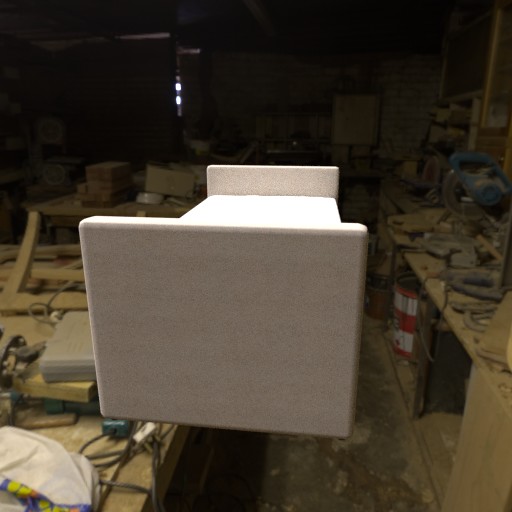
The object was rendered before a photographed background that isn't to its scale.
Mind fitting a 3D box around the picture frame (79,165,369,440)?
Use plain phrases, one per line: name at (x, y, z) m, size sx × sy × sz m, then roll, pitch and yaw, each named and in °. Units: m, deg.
picture frame at (0.000, 0.000, 2.731) m, size 1.069 × 0.891 × 2.161 m, roll 2°, pitch 17°, yaw 7°
